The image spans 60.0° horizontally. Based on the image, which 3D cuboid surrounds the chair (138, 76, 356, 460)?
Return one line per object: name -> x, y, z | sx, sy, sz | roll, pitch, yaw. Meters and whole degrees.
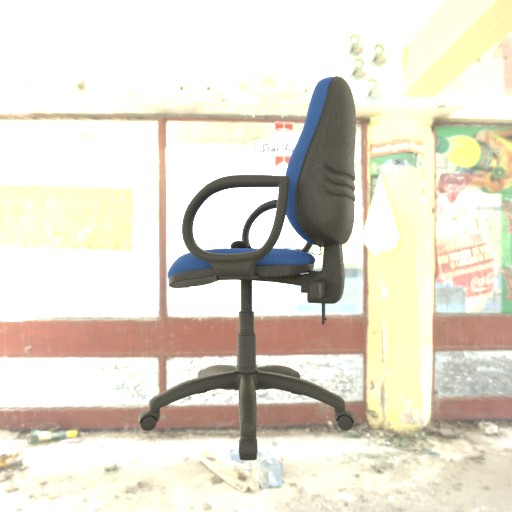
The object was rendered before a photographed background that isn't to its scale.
chair -> 0.000, 0.000, 1.241 | 0.549, 0.905, 0.552 | 0, 0, 18
